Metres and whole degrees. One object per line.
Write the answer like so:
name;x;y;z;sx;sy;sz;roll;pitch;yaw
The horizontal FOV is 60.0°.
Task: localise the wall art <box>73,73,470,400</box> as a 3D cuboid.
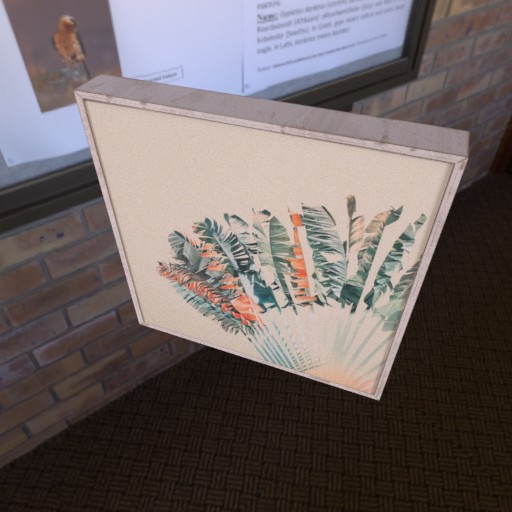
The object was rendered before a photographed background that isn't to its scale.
wall art;0.000;0.000;0.439;0.305;0.303;0.038;14;45;15
